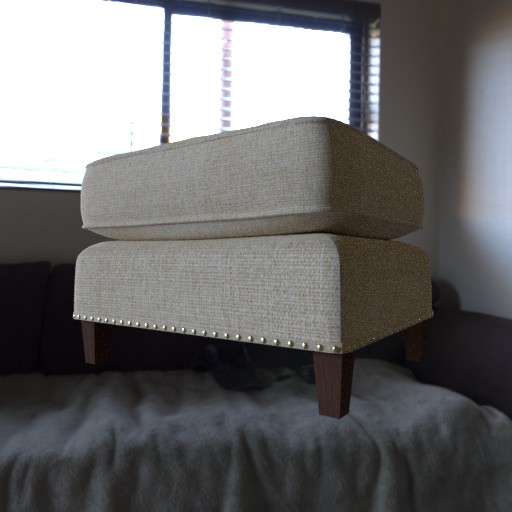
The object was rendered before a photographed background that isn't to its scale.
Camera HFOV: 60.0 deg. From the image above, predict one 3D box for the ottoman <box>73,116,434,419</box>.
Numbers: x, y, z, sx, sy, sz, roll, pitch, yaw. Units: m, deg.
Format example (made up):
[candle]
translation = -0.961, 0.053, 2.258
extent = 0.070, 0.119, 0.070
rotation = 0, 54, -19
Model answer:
[ottoman]
translation = 0.000, 0.000, 1.128
extent = 0.738, 0.537, 0.589
rotation = 0, 0, 35
